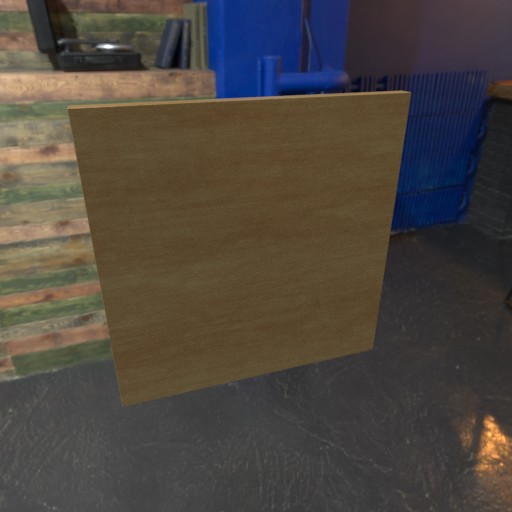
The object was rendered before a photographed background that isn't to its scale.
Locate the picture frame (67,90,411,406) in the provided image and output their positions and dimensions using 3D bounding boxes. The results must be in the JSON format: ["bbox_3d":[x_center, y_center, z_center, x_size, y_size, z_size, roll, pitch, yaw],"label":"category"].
[{"bbox_3d":[0.000,0.000,1.126,0.758,0.761,0.037,-9,28,-16],"label":"picture frame"}]
